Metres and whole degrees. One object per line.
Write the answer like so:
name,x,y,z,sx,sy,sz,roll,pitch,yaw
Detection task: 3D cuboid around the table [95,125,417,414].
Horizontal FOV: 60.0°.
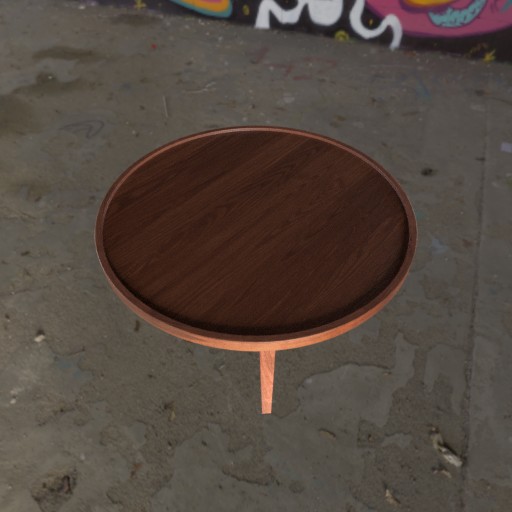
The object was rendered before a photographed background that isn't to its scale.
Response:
table,0.000,0.000,1.262,0.800,0.360,0.800,0,47,0
